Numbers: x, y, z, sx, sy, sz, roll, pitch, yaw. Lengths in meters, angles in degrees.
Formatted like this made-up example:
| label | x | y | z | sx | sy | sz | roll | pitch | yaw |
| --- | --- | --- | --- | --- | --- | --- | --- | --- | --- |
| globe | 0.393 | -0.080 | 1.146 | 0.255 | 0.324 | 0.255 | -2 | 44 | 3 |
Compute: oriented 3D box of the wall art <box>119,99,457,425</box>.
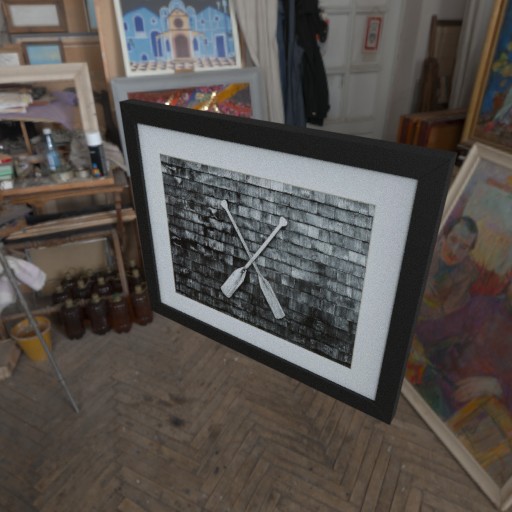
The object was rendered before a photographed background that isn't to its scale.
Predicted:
| label | x | y | z | sx | sy | sz | roll | pitch | yaw |
| --- | --- | --- | --- | --- | --- | --- | --- | --- | --- |
| wall art | 0.000 | 0.000 | 0.767 | 0.558 | 0.457 | 0.029 | 19 | 36 | 29 |
